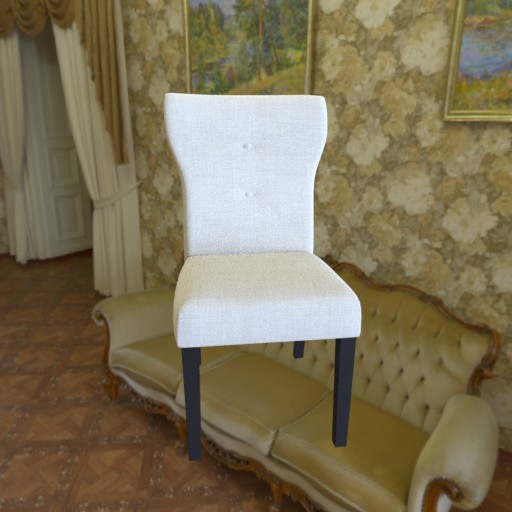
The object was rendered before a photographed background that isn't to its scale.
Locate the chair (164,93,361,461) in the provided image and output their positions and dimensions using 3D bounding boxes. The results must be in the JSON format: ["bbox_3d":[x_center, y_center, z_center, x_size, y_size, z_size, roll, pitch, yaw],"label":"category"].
[{"bbox_3d":[0.000,0.000,1.289,0.509,0.921,0.597,-2,17,-7],"label":"chair"}]
